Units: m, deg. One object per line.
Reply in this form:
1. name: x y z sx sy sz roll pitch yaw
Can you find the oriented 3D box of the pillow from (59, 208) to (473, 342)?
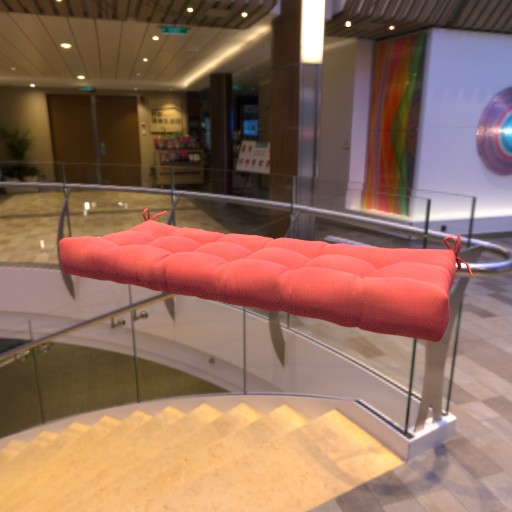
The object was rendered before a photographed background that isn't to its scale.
1. pillow: 0.000 0.000 1.348 1.194 0.174 0.511 7 17 25
